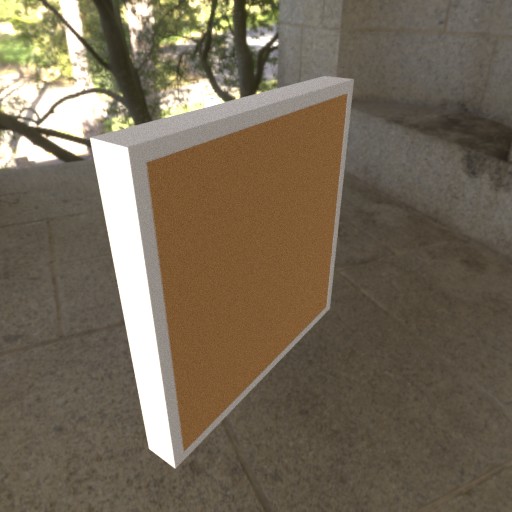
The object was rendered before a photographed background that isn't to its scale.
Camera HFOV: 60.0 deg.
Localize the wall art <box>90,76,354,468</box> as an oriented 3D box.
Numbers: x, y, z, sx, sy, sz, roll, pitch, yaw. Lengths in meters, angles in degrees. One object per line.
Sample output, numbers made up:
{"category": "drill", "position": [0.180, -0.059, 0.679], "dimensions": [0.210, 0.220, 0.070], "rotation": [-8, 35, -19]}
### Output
{"category": "wall art", "position": [0.000, 0.000, 0.453], "dimensions": [0.037, 0.305, 0.305], "rotation": [20, 36, 31]}
